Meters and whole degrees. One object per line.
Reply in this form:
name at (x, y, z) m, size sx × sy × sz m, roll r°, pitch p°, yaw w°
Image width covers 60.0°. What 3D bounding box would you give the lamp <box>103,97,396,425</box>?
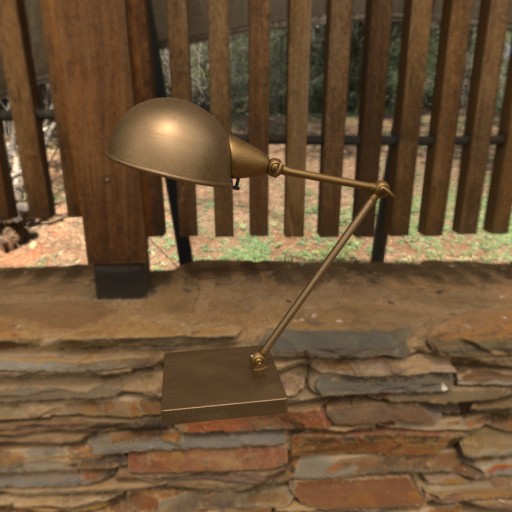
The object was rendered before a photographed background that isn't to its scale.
lamp at (0.000, 0.000, 0.552) m, size 0.339 × 0.371 × 0.149 m, roll -3°, pitch 18°, yaw -9°
